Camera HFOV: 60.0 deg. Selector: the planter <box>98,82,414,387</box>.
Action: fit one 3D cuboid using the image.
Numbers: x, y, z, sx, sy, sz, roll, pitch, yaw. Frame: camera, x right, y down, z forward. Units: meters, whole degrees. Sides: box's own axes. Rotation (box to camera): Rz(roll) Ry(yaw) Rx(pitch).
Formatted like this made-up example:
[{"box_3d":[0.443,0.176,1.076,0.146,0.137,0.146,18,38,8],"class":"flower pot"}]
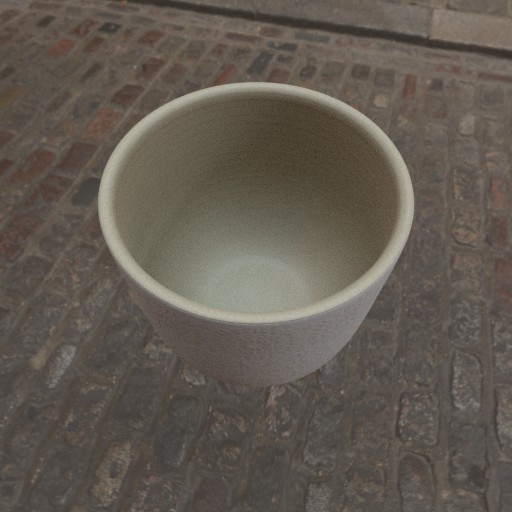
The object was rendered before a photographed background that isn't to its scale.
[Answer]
[{"box_3d":[0.000,0.000,0.375,0.208,0.190,0.208,0,58,0],"class":"planter"}]
